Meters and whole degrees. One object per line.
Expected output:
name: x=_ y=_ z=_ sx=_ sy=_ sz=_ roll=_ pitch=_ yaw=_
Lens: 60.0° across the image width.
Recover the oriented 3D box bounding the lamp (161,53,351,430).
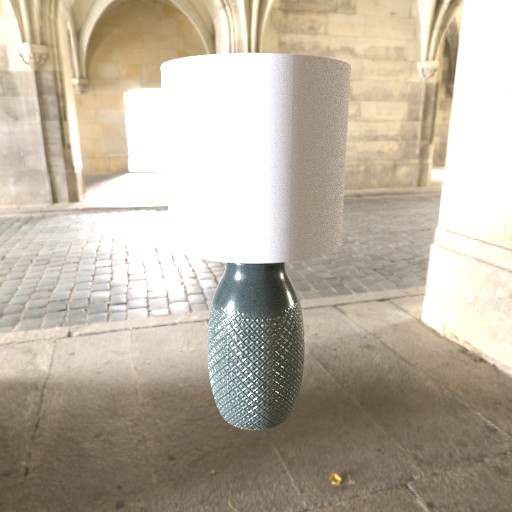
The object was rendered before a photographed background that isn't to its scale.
lamp: x=0.000 y=0.000 z=0.577 sx=0.217 sy=0.453 sz=0.217 roll=8 pitch=18 yaw=25
